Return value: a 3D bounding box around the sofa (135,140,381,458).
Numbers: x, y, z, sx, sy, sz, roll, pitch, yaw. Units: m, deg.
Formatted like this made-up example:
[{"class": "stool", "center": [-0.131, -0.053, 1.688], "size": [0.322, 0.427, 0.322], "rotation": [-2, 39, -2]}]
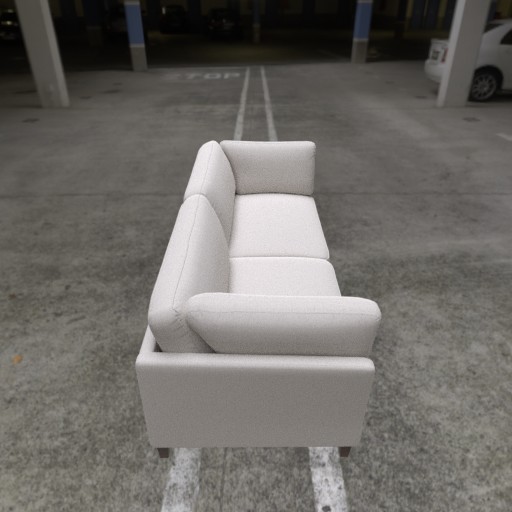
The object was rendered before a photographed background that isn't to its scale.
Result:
[{"class": "sofa", "center": [0.000, 0.000, 2.755], "size": [0.957, 0.863, 2.301], "rotation": [0, 31, 0]}]
